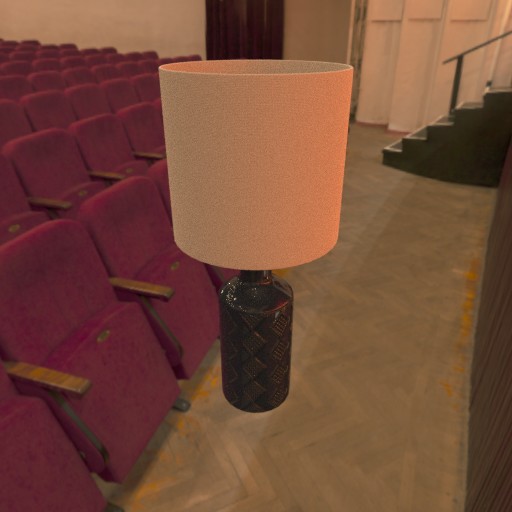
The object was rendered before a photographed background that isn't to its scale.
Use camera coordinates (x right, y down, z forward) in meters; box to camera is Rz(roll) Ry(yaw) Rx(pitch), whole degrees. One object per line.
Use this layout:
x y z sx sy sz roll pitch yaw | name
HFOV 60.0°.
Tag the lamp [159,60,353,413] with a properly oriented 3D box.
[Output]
0.000 0.000 0.583 0.207 0.461 0.207 9 28 17 | lamp
